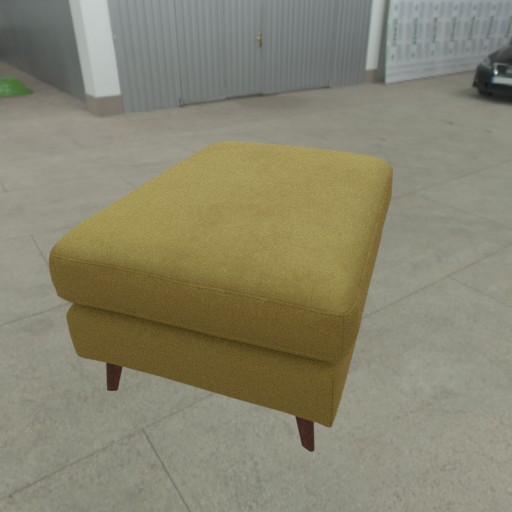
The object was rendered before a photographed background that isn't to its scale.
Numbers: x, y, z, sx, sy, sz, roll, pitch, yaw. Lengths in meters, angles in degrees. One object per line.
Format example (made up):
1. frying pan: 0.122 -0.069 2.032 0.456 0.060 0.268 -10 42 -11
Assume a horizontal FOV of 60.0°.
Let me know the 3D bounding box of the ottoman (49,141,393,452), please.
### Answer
1. ottoman: 0.000 0.000 1.152 0.608 0.449 0.811 10 31 17
